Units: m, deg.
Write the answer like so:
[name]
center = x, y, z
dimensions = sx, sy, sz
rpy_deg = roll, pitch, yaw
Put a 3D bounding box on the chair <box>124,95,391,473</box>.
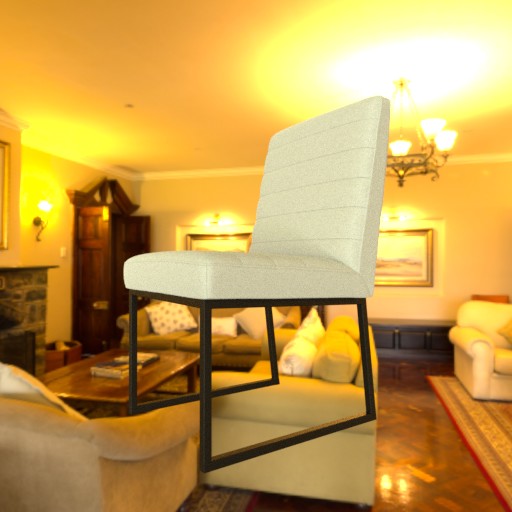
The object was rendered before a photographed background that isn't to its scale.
[chair]
center = 0.000, 0.000, 1.304
dimensions = 0.634, 0.930, 0.520
rpy_deg = 0, -1, -35
